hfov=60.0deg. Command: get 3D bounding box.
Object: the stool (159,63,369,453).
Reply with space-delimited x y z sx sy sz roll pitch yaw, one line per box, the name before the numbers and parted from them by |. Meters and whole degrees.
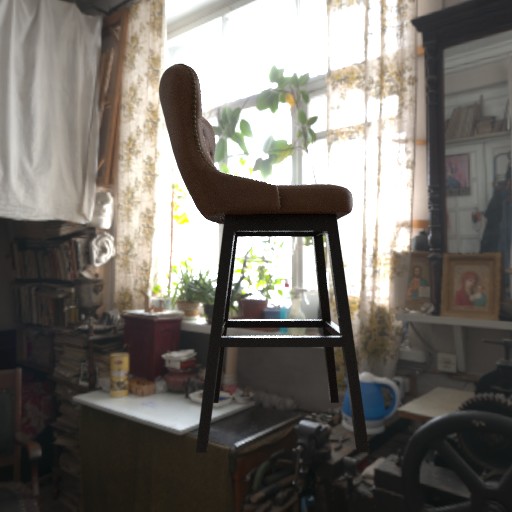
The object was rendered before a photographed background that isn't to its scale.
stool | 0.000 0.000 1.405 0.601 1.050 0.528 0 -1 -1
